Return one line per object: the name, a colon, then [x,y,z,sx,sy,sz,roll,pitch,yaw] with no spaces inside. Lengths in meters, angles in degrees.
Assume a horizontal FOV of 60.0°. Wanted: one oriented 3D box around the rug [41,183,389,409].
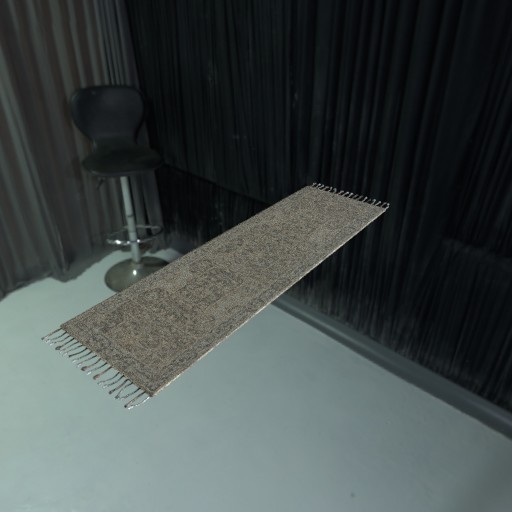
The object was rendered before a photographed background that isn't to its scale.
rug: [0.000,0.000,2.990,0.762,0.011,2.664,23,39,32]
